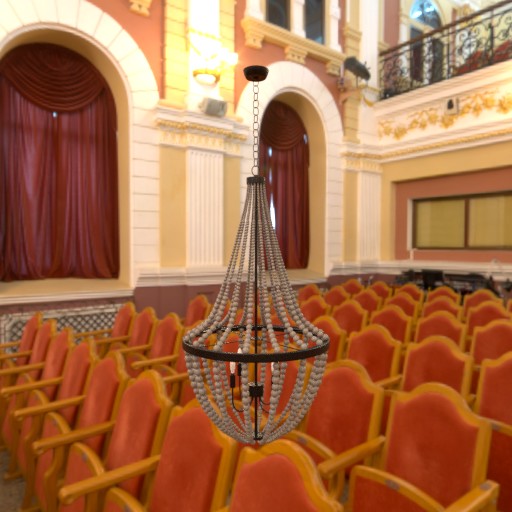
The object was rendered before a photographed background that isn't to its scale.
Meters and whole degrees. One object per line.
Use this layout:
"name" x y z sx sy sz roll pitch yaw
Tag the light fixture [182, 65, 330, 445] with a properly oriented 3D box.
"light fixture" 0.000 0.000 1.363 0.450 1.133 0.450 0 1 0
